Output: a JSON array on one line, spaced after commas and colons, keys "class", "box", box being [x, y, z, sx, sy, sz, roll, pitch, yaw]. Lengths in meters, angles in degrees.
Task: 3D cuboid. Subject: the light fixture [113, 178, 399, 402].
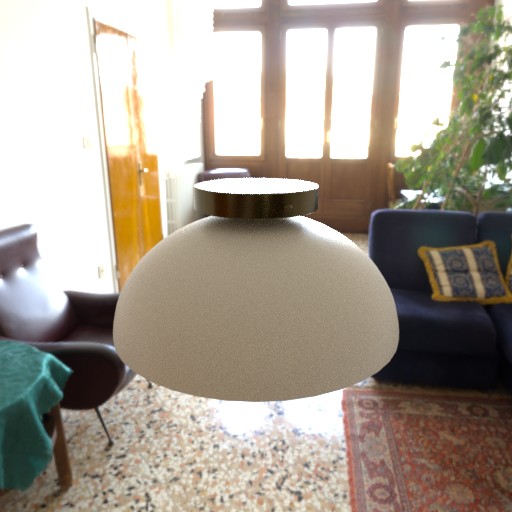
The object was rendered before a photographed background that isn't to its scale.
[{"class": "light fixture", "box": [0.000, 0.000, 0.552, 0.355, 0.177, 0.355, 0, 16, 0]}]
